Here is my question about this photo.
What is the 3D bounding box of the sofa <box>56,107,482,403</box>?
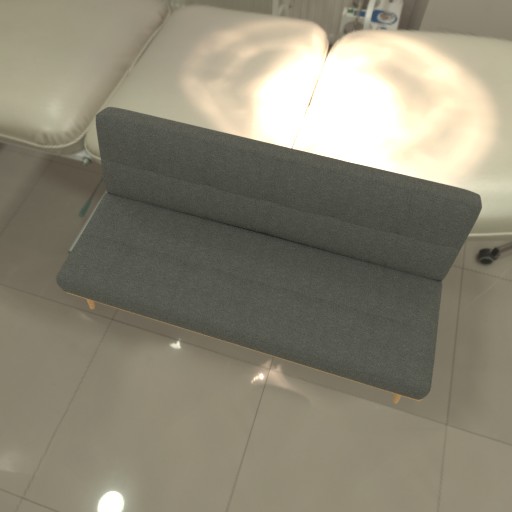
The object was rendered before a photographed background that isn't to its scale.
[{"bbox_3d":[0.000,0.000,2.154,1.820,0.770,0.820,15,62,8],"label":"sofa"}]
